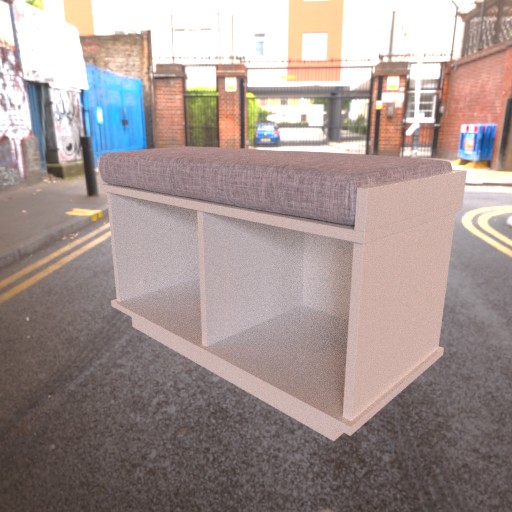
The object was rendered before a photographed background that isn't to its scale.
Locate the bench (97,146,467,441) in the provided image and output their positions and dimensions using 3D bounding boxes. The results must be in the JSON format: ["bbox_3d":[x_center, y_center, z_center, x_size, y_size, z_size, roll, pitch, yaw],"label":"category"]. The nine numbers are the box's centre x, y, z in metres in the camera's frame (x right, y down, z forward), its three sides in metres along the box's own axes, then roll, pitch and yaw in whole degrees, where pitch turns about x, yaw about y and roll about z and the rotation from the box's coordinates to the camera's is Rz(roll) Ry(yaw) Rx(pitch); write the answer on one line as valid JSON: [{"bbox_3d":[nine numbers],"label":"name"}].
[{"bbox_3d":[0.000,0.000,0.994,0.734,0.461,0.362,15,22,42],"label":"bench"}]
